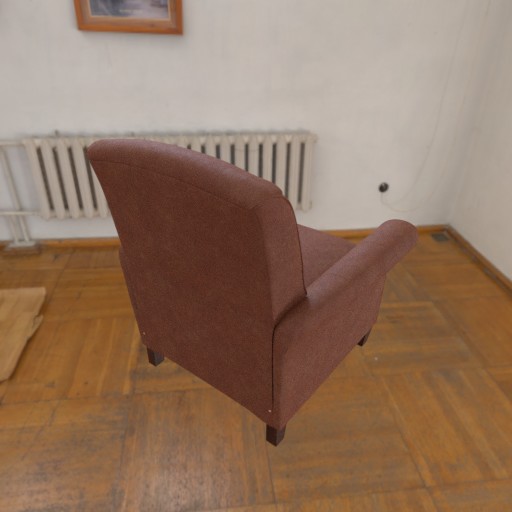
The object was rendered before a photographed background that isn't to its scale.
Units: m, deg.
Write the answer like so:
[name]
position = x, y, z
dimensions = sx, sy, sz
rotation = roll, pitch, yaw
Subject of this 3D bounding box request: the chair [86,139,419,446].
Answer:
[chair]
position = 0.000, 0.000, 1.775
dimensions = 0.978, 1.061, 0.902
rotation = 21, 36, 33
